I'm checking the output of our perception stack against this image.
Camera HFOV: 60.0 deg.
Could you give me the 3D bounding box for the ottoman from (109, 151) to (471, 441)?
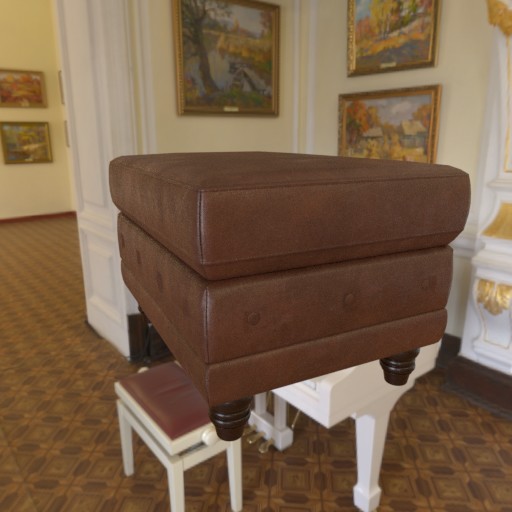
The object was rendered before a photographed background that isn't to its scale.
[{"bbox_3d":[0.000,0.000,1.146,0.588,0.509,0.795,-8,17,-26],"label":"ottoman"}]
